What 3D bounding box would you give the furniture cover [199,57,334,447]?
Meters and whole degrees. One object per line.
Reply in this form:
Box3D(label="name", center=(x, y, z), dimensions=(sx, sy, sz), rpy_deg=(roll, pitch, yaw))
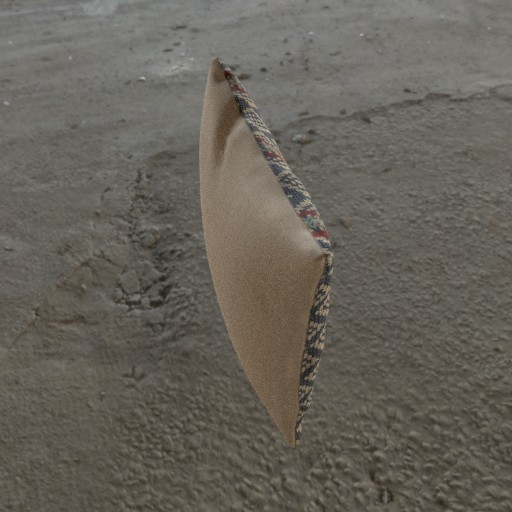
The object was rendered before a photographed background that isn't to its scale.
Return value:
Box3D(label="furniture cover", center=(0.000, 0.000, 0.673), dimensions=(0.139, 0.431, 0.431), rpy_deg=(-12, 48, -11))
